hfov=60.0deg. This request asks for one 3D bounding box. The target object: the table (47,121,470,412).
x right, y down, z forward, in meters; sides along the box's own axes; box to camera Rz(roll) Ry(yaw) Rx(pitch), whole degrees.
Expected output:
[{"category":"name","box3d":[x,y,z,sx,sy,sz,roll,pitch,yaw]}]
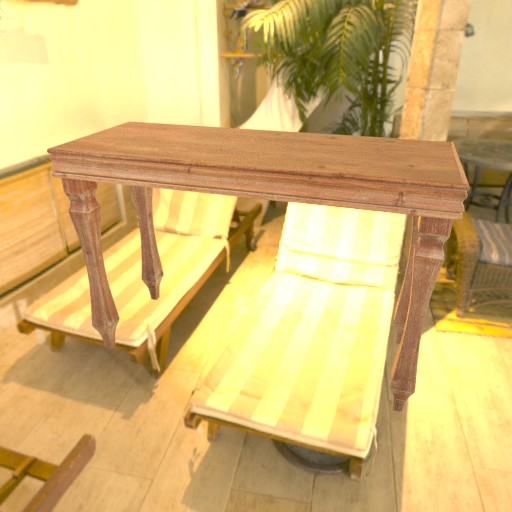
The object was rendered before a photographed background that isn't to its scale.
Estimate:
[{"category":"table","box3d":[0.000,0.000,1.751,1.330,0.873,0.522,8,28,15]}]
